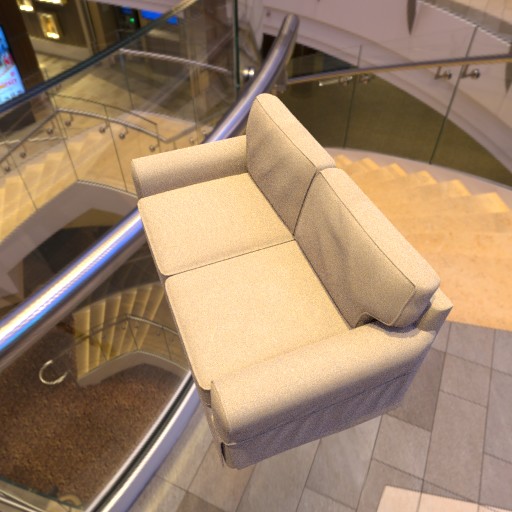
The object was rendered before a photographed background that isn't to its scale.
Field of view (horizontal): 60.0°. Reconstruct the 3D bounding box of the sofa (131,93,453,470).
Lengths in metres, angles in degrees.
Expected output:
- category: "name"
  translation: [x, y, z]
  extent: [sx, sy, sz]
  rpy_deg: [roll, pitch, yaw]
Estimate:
- category: "sofa"
  translation: [0.000, 0.000, 2.313]
  extent: [0.991, 0.940, 1.727]
  rpy_deg: [-16, 49, -15]
